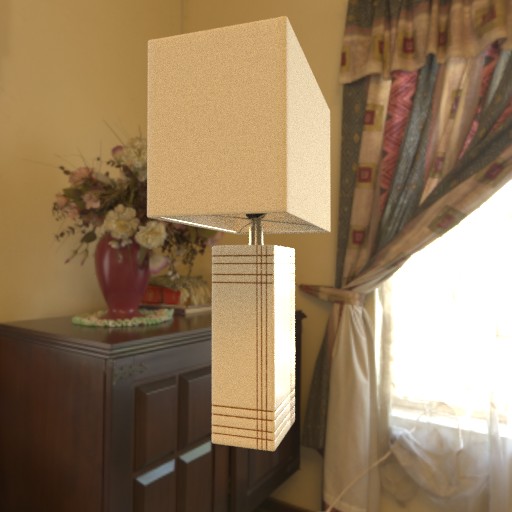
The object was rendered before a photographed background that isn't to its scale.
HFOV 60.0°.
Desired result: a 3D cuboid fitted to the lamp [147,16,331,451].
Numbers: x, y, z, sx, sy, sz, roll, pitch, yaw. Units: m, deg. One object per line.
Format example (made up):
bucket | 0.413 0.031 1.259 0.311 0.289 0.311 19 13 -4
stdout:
lamp | 0.000 0.000 0.687 0.182 0.543 0.334 0 -1 18
